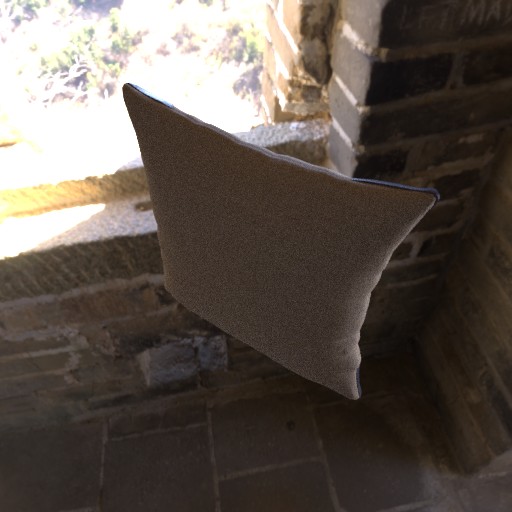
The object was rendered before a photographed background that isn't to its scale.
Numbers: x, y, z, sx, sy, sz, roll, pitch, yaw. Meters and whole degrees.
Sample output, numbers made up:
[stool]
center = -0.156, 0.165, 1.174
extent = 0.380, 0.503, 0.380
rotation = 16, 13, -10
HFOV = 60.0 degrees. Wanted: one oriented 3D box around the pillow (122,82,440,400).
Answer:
[pillow]
center = 0.000, 0.000, 0.676
extent = 0.440, 0.441, 0.147
rotation = 25, 51, 22
